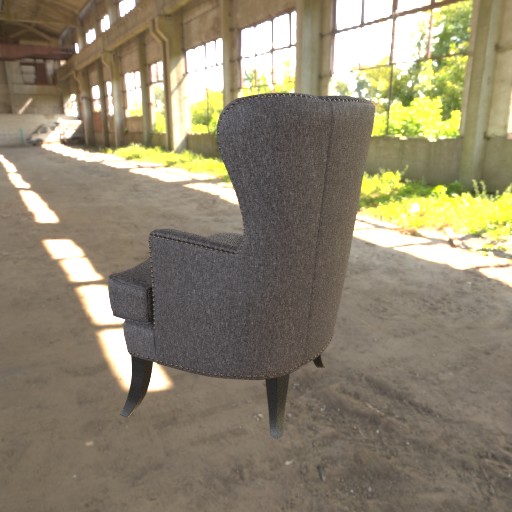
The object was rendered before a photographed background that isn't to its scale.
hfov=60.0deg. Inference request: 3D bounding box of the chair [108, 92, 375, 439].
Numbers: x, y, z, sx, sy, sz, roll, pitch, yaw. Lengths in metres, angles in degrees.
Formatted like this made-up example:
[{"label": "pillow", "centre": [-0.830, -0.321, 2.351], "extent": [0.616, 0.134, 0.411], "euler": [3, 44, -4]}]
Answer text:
[{"label": "chair", "centre": [0.000, 0.000, 1.595], "extent": [0.758, 1.060, 0.759], "euler": [8, 18, 25]}]
